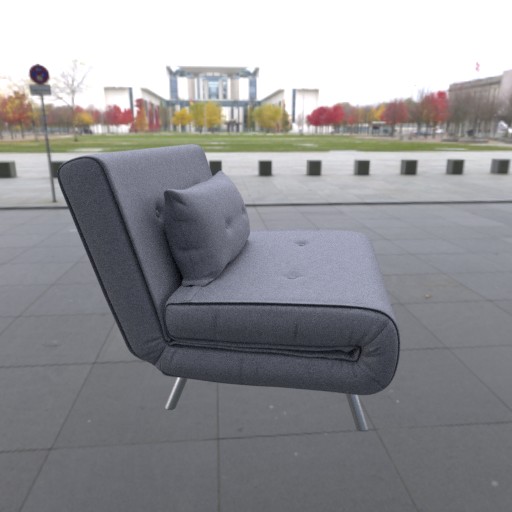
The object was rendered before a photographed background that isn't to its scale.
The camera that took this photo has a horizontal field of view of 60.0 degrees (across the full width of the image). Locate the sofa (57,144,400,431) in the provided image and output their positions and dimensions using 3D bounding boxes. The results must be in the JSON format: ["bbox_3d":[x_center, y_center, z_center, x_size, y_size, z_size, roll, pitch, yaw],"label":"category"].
[{"bbox_3d":[0.000,0.000,1.755,1.000,0.825,1.020,3,16,10],"label":"sofa"}]
